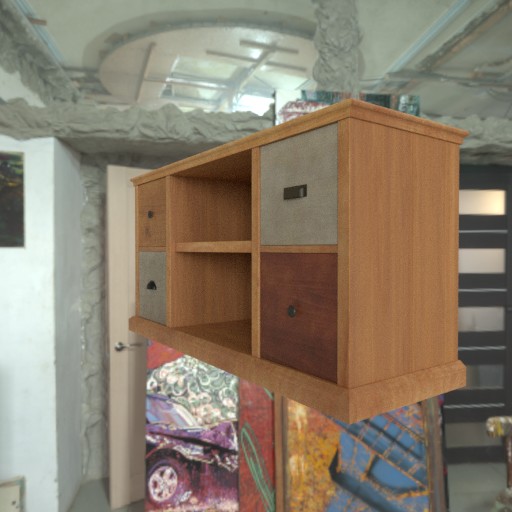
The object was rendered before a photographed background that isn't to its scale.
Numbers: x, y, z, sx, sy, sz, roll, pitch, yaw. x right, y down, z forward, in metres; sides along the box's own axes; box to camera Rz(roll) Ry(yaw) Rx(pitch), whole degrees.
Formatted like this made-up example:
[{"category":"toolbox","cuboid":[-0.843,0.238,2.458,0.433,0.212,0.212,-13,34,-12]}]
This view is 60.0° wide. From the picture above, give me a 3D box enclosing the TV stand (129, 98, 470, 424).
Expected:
[{"category":"TV stand","cuboid":[0.000,0.000,1.420,0.417,0.607,1.181,-1,1,-35]}]
